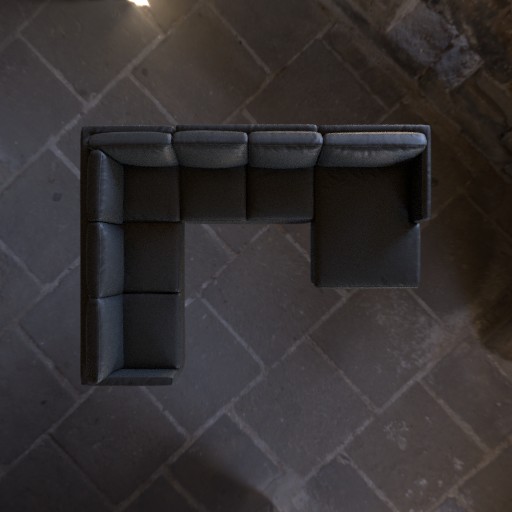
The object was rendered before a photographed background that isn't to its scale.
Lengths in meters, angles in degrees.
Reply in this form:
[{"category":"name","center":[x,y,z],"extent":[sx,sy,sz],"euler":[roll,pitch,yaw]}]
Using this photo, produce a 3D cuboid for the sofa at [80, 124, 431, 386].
[{"category":"sofa","center":[0.000,0.000,4.602],"extent":[3.460,0.923,2.593],"euler":[0,90,0]}]
